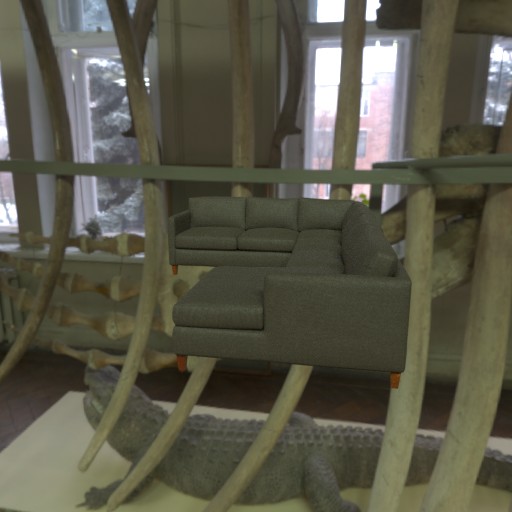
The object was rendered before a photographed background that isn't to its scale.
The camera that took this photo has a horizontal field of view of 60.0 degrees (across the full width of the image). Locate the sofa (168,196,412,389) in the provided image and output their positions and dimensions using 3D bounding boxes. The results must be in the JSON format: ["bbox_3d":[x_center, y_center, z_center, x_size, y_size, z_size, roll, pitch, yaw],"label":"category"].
[{"bbox_3d":[0.000,0.000,4.632,2.594,0.961,3.460,2,13,10],"label":"sofa"}]
